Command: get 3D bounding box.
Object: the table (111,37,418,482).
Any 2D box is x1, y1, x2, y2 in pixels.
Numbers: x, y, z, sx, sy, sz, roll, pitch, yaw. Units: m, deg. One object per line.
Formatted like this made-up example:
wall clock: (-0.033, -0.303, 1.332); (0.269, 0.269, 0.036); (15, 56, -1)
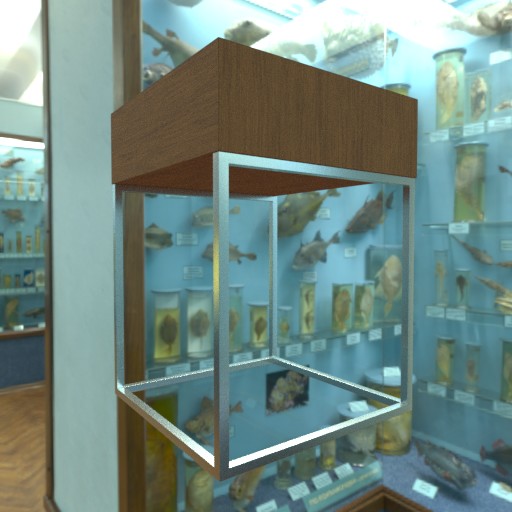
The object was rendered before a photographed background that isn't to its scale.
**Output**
table: (0.000, 0.000, 0.813); (0.398, 0.540, 0.397); (-1, 2, -36)
